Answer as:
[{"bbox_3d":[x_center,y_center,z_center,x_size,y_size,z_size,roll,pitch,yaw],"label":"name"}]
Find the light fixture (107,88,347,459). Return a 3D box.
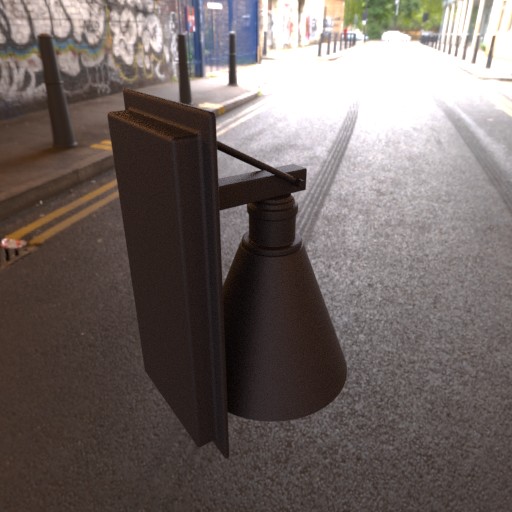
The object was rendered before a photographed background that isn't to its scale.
[{"bbox_3d":[0.000,0.000,0.423,0.207,0.298,0.170,-18,32,-31],"label":"light fixture"}]
